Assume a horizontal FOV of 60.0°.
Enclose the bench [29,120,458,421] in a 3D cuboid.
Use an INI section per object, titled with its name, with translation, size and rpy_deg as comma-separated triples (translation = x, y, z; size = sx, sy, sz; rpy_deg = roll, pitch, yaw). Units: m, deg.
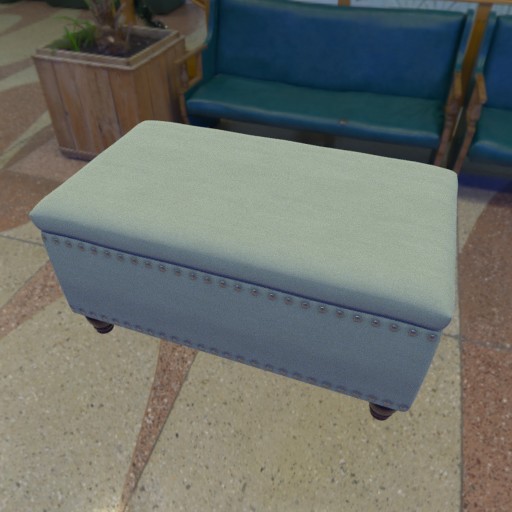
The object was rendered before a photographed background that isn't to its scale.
[bench]
translation = 0.000, 0.000, 1.159
size = 0.887, 0.449, 0.500
rpy_deg = 13, 43, 15
